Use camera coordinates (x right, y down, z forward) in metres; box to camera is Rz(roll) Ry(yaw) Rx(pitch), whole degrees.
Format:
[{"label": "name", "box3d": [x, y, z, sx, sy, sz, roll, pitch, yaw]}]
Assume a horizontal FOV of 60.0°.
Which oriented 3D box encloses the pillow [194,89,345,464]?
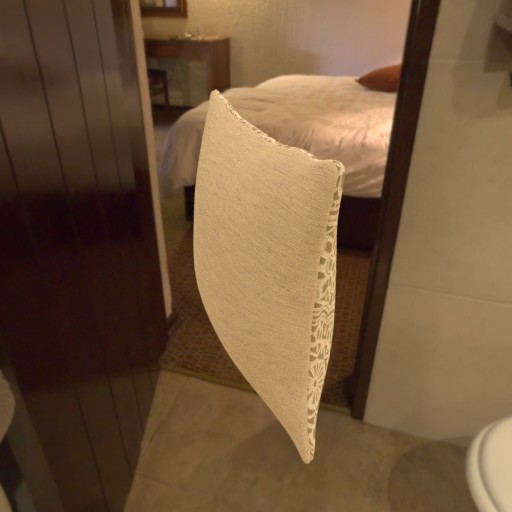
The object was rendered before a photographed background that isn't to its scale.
[{"label": "pillow", "box3d": [0.000, 0.000, 0.671, 0.167, 0.421, 0.438, -10, 31, -17]}]
